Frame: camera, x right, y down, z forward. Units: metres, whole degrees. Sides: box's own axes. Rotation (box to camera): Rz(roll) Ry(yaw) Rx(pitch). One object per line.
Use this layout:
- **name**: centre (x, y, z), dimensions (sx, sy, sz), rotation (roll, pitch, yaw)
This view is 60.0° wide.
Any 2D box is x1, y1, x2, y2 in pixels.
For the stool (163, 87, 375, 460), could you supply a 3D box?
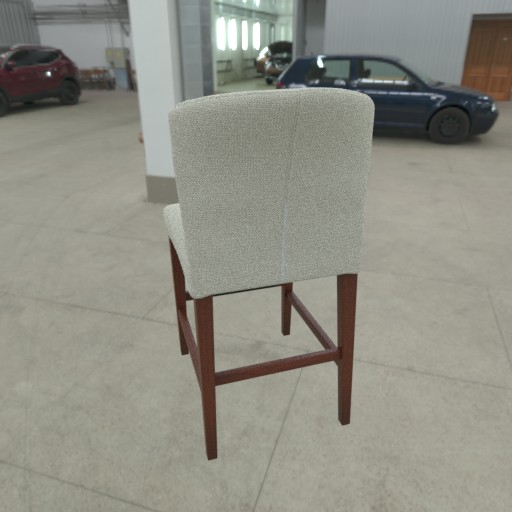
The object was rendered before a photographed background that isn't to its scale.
- **stool**: centre (0.000, 0.000, 1.307), dimensions (0.481, 0.969, 0.568), rotation (-8, 26, -16)
